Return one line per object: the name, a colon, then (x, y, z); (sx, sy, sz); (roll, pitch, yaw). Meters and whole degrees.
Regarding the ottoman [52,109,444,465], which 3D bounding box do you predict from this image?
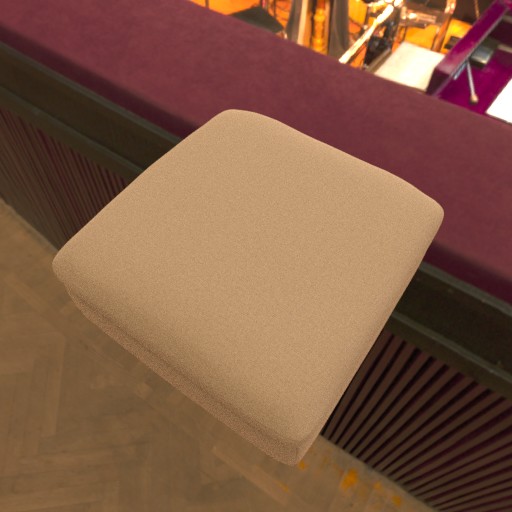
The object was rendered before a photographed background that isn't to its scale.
ottoman: (0.000, 0.000, 1.567); (0.977, 0.467, 0.996); (30, 61, 19)
